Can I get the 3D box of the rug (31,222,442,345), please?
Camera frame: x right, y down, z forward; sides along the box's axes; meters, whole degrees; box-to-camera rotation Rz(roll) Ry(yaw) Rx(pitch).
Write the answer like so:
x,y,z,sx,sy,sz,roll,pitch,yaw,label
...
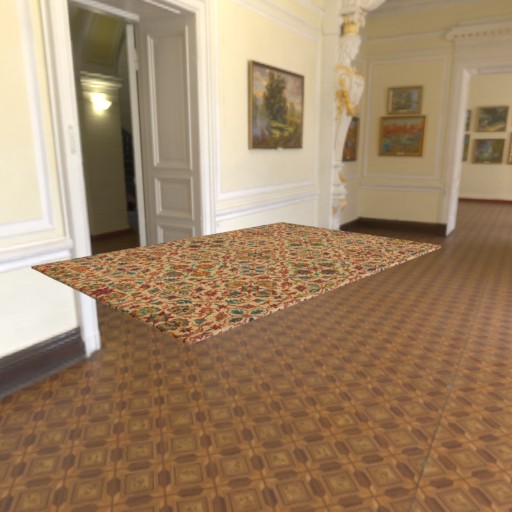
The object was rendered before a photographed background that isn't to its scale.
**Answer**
x,y,z,sx,sy,sz,roll,pitch,yaw,label
0.000,0.000,2.936,1.541,0.018,2.297,13,19,43,rug
